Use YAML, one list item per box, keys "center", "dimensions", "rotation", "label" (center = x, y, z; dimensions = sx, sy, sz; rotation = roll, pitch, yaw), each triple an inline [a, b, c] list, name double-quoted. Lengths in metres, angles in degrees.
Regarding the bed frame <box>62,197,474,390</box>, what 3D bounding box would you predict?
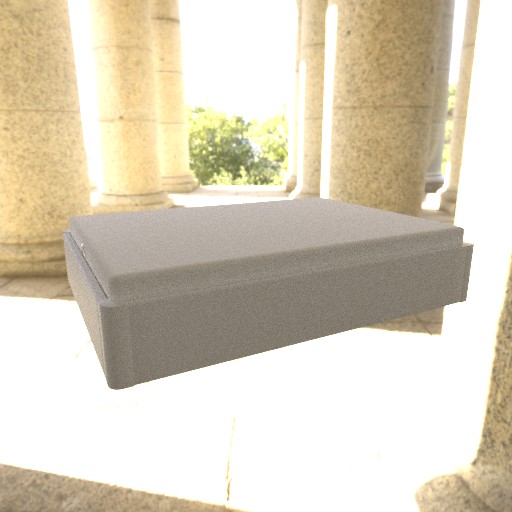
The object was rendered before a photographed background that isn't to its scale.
- center: [0.000, 0.000, 2.524]
  dimensions: [1.900, 0.406, 1.400]
  rotation: [-8, 17, -27]
  label: "bed frame"
